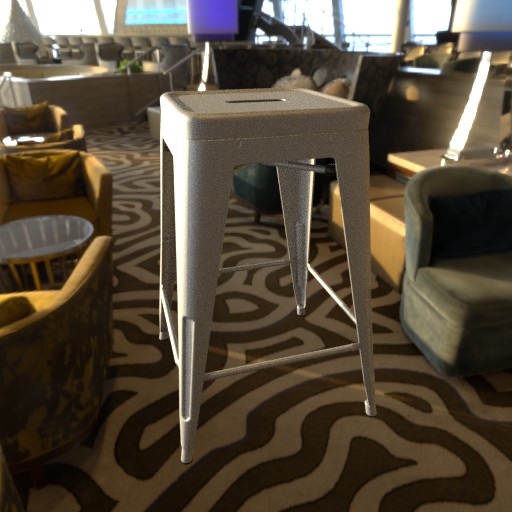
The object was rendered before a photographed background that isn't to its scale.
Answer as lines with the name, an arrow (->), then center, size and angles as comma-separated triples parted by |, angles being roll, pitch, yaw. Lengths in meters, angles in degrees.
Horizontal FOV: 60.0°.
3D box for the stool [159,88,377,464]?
stool -> 0.000, 0.000, 0.901 | 0.406, 0.610, 0.406 | -8, 27, -15
